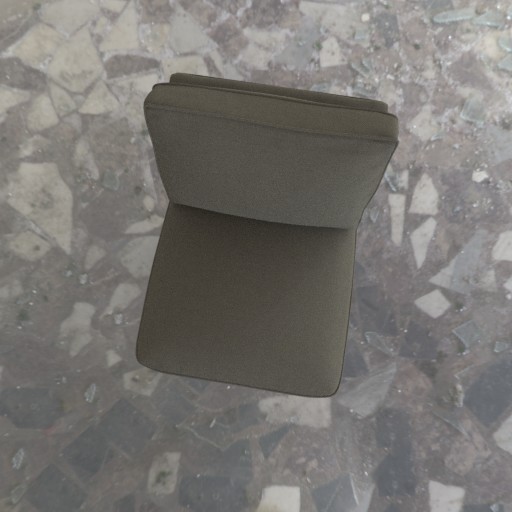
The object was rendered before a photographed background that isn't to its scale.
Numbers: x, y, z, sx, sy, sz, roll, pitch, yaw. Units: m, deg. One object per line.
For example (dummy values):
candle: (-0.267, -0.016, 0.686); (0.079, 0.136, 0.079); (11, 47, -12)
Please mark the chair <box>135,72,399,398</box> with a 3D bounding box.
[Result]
chair: (0.000, 0.000, 1.630); (0.724, 1.045, 0.924); (9, 76, 2)
